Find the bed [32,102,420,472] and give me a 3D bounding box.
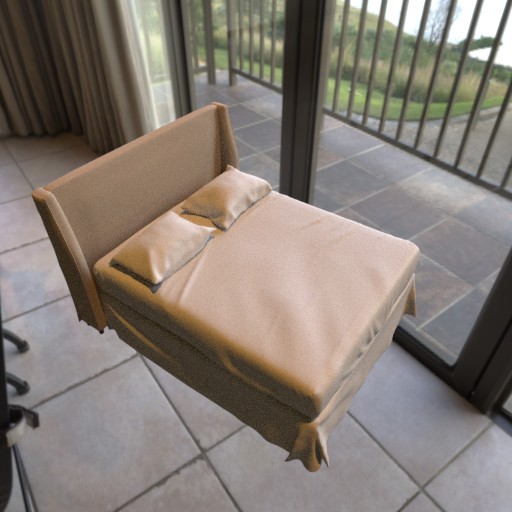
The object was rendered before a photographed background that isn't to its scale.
[{"bbox_3d":[0.000,0.000,3.383,2.276,1.332,1.925,25,46,26],"label":"bed"}]
